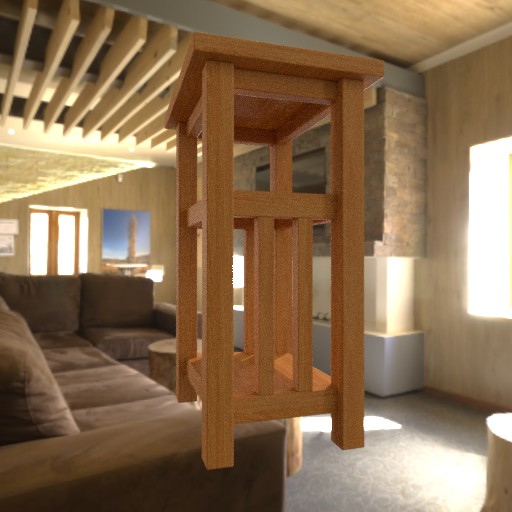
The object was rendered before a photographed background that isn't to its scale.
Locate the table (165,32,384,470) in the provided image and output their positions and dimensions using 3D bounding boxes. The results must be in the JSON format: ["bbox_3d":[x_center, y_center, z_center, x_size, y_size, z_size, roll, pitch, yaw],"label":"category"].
[{"bbox_3d":[0.000,0.000,0.750,0.270,0.550,0.350,0,0,-17],"label":"table"}]
